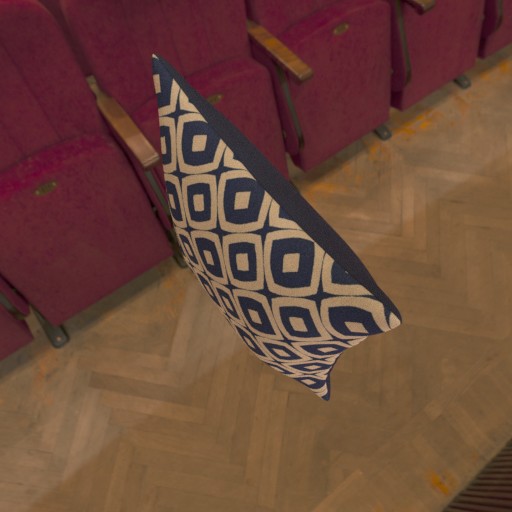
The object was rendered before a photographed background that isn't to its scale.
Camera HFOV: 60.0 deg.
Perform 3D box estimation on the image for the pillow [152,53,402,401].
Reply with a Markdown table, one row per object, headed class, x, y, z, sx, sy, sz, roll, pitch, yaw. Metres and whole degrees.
| class | x | y | z | sx | sy | sz | roll | pitch | yaw |
| --- | --- | --- | --- | --- | --- | --- | --- | --- | --- |
| pillow | 0.000 | 0.000 | 0.764 | 0.188 | 0.494 | 0.504 | -33 | 67 | -16 |
